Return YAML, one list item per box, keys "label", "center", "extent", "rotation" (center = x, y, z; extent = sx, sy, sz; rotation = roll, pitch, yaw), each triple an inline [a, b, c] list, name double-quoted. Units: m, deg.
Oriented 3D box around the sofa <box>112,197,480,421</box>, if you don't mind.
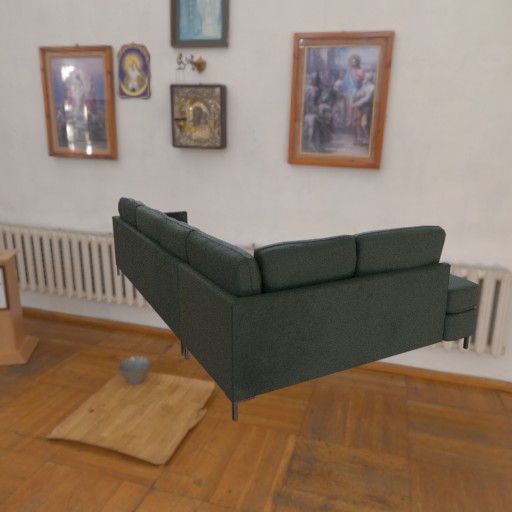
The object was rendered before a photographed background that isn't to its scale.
- label: "sofa"
  center: [0.000, 0.000, 4.293]
  extent: [2.048, 0.996, 3.384]
  rotation: [-7, 16, -27]
